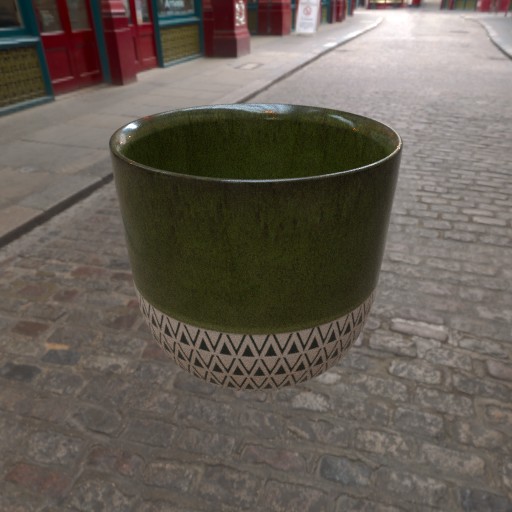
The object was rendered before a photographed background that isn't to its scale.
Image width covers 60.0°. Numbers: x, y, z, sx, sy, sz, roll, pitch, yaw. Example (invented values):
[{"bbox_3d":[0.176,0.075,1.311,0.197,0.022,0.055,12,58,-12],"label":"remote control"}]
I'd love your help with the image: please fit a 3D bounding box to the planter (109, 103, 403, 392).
[{"bbox_3d":[0.000,0.000,0.482,0.266,0.270,0.266,0,30,0],"label":"planter"}]
